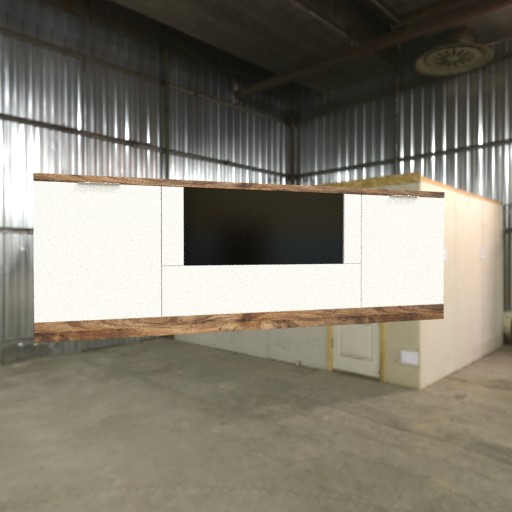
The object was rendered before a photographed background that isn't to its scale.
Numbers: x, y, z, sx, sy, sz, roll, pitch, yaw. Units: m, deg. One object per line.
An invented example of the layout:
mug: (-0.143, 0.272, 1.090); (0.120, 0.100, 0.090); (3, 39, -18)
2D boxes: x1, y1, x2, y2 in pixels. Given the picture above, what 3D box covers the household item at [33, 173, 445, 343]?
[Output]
household item: (0.000, 0.000, 2.045); (1.800, 0.615, 0.390); (0, 1, -18)
